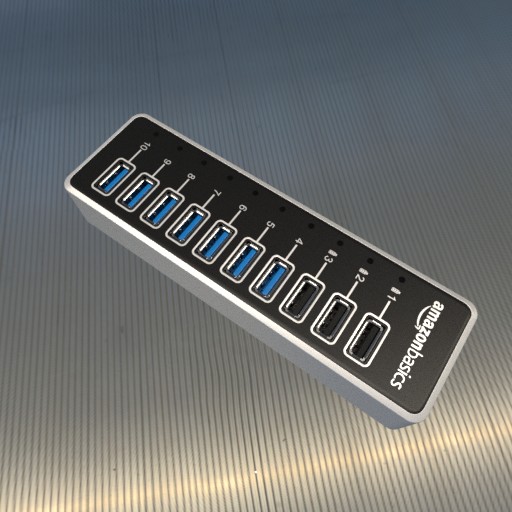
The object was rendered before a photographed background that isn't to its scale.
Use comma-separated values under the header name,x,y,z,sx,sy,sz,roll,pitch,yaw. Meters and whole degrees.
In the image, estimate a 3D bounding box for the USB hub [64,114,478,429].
name,x,y,z,sx,sy,sz,roll,pitch,yaw
USB hub,0.000,0.000,0.161,0.145,0.023,0.044,32,68,15
